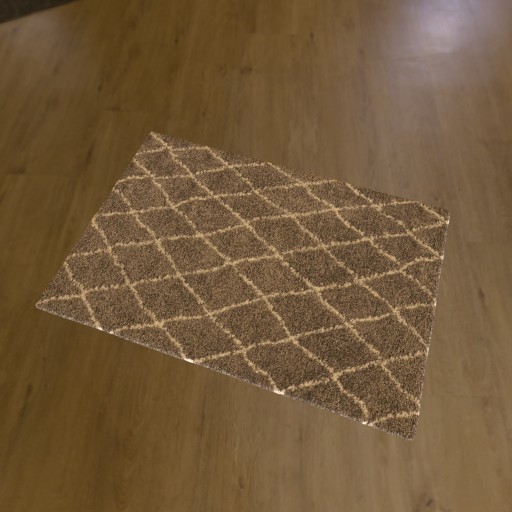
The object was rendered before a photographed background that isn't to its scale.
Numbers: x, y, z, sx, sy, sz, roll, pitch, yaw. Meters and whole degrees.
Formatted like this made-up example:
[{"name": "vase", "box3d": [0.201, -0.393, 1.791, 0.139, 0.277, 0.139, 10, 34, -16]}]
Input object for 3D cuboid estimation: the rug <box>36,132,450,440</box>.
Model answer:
[{"name": "rug", "box3d": [0.000, 0.000, 2.228, 1.778, 0.030, 1.219, 17, 61, 10]}]
